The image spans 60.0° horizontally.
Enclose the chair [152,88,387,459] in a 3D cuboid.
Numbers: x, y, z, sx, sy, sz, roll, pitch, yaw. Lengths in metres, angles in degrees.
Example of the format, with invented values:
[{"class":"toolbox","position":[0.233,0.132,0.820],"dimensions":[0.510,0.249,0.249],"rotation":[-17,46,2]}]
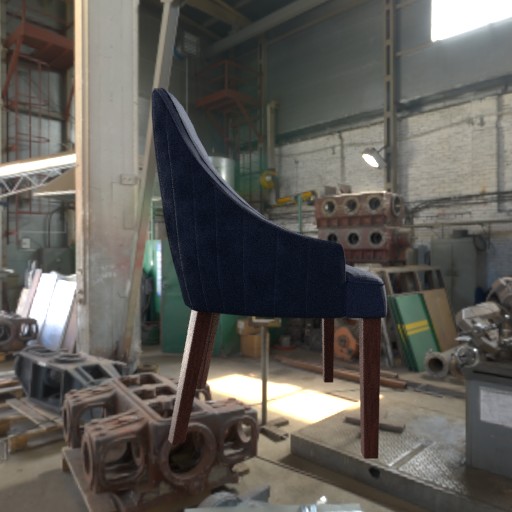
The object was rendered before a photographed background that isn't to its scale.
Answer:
[{"class":"chair","position":[0.000,0.000,1.273],"dimensions":[0.575,0.889,0.643],"rotation":[0,0,0]}]
